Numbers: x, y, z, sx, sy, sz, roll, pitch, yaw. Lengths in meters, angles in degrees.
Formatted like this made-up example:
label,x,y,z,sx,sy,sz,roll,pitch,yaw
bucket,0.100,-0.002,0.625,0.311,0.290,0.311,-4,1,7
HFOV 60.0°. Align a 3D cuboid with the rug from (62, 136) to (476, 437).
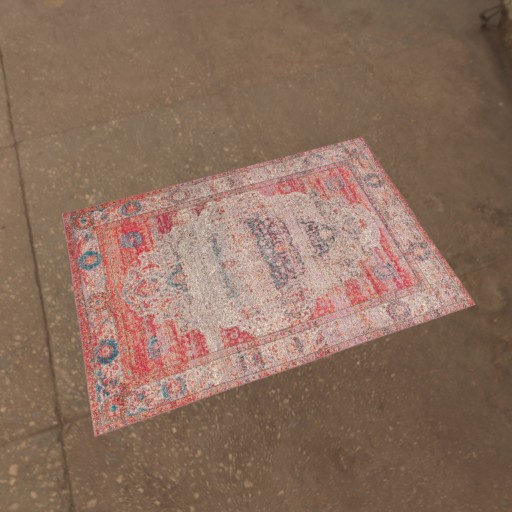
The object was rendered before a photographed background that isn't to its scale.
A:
label,x,y,z,sx,sy,sz,roll,pitch,yaw
rug,0.000,0.000,2.284,1.829,0.006,1.219,-16,59,-10
